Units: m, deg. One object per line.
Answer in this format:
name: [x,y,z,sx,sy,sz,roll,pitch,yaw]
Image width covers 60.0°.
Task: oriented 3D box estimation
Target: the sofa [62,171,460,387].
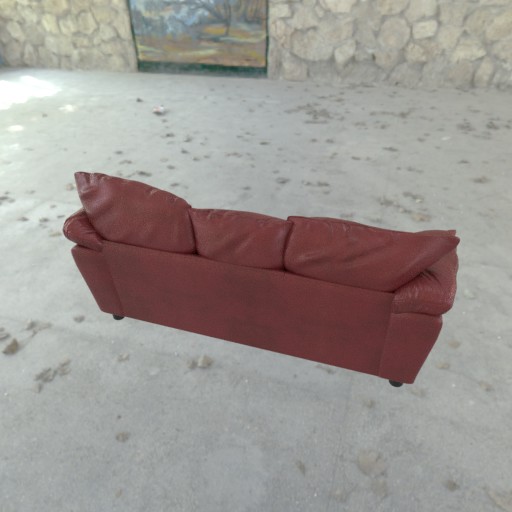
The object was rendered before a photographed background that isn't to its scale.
sofa: [0.000,0.000,2.872,2.390,1.091,0.907,10,33,16]
